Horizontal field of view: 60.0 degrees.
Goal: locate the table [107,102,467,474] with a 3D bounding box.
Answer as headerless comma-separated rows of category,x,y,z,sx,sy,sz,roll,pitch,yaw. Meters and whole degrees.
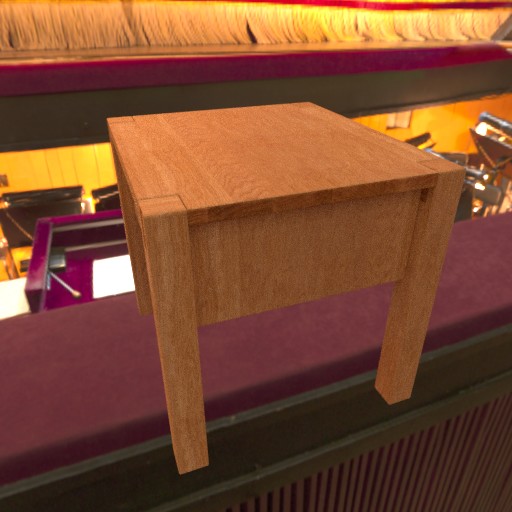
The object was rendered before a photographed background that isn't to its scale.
table,0.000,0.000,0.847,0.440,0.450,0.480,-11,32,-18
